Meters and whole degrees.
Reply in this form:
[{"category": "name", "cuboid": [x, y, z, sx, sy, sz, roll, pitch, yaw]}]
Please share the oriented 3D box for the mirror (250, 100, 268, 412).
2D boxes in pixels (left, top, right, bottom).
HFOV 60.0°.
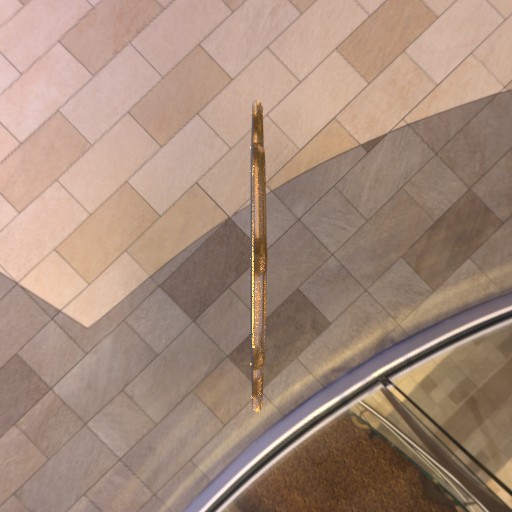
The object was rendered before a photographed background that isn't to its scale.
[{"category": "mirror", "cuboid": [0.000, 0.000, 0.866, 0.018, 0.635, 0.513, 0, 90, -1]}]
